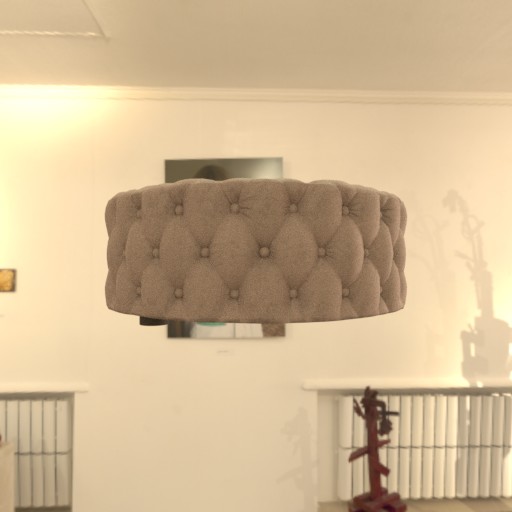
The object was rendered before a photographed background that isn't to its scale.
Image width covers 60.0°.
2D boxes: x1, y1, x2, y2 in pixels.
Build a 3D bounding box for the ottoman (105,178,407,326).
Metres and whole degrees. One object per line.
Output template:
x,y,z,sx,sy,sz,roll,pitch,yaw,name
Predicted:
0.000,0.000,1.538,0.998,0.399,0.998,0,-1,0,ottoman
